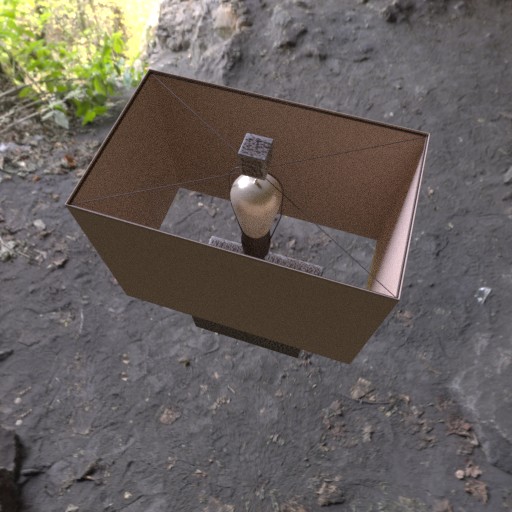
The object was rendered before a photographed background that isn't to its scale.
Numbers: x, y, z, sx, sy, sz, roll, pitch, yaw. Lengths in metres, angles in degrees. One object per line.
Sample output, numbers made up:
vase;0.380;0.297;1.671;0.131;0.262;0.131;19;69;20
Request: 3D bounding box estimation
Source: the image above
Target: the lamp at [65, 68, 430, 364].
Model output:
lamp;0.000;0.000;0.564;0.294;0.411;0.180;16;64;8
